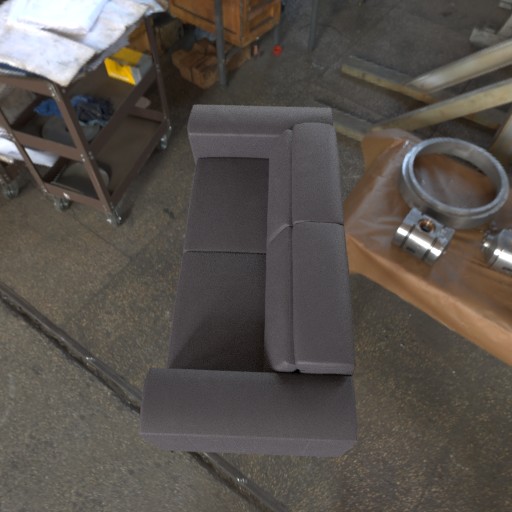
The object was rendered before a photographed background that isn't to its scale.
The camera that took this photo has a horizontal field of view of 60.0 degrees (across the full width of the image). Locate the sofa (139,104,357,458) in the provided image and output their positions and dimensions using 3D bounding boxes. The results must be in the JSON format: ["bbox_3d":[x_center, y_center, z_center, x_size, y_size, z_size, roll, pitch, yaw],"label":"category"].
[{"bbox_3d":[0.000,0.000,2.866,1.048,0.814,2.330,2,58,1],"label":"sofa"}]
